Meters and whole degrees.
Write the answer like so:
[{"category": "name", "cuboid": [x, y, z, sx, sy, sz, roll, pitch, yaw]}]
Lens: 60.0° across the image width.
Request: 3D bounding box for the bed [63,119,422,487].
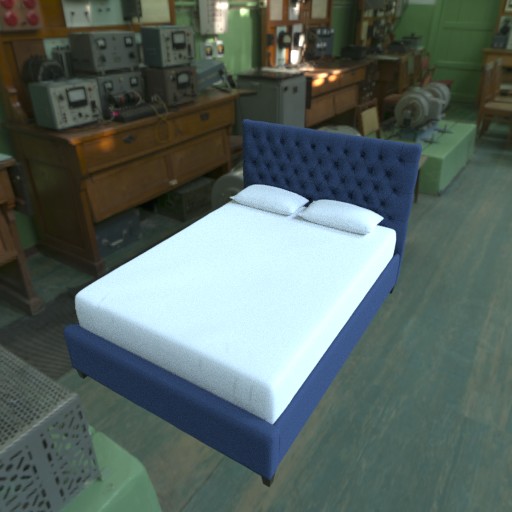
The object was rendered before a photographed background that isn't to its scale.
[{"category": "bed", "cuboid": [0.000, 0.000, 3.408, 1.706, 1.427, 2.387, 17, 34, 27]}]
